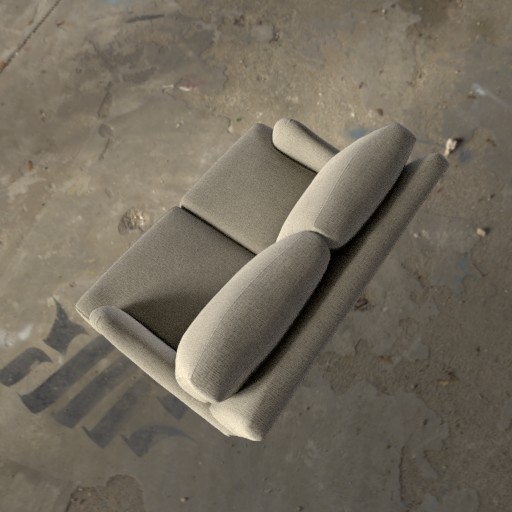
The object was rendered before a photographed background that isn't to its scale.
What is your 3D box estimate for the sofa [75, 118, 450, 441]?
[{"bbox_3d":[0.000,0.000,2.164,1.087,0.999,1.480,33,66,17],"label":"sofa"}]
